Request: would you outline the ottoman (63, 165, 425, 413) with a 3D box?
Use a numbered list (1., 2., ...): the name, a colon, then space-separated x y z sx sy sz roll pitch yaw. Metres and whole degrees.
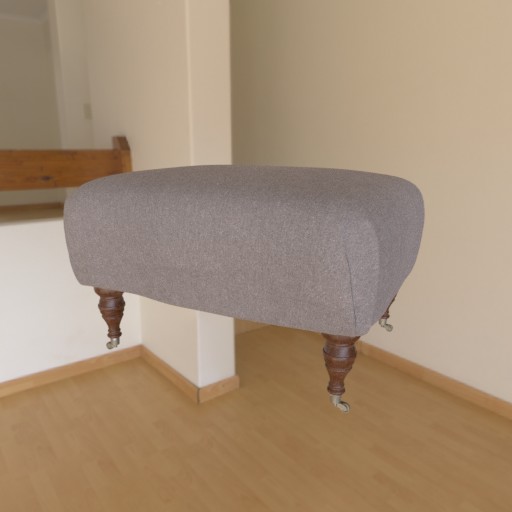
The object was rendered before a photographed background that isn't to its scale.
1. ottoman: 0.000 0.000 1.127 0.747 0.450 0.622 7 15 26
